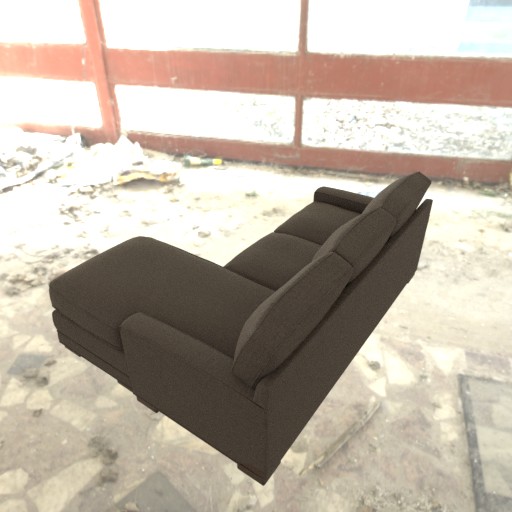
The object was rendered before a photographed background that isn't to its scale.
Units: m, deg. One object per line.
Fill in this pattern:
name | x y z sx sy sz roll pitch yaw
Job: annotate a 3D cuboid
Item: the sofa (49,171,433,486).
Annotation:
sofa | 0.000 0.000 3.263 1.790 0.973 2.370 21 38 29
